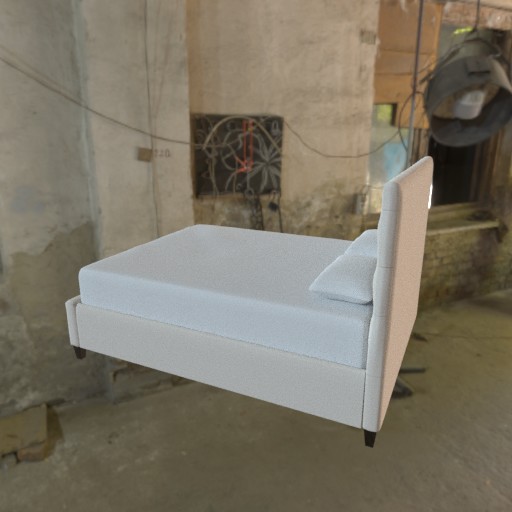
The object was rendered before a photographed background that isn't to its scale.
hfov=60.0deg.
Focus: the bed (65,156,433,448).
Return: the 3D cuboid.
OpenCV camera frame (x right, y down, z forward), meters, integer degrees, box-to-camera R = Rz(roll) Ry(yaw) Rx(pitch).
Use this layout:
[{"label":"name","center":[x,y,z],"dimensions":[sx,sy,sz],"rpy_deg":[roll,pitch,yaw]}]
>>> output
[{"label":"bed","center":[0.000,0.000,3.331],"dimensions":[2.233,1.426,1.696],"rpy_deg":[8,19,24]}]
